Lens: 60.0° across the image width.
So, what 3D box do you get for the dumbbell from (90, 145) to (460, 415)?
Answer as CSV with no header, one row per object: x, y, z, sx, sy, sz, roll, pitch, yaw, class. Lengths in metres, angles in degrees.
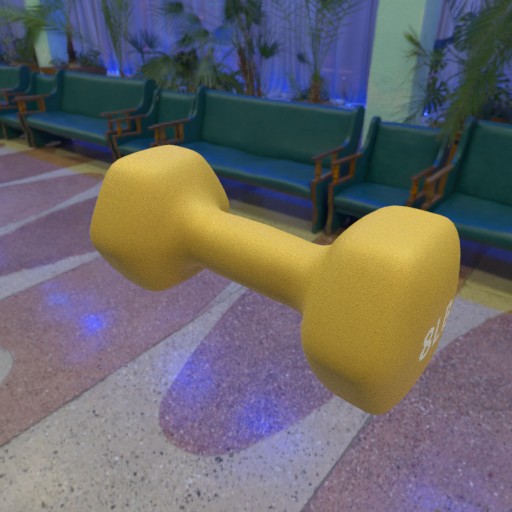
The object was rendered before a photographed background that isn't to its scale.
0.000,0.000,0.231,0.190,0.082,0.090,22,37,34,dumbbell
